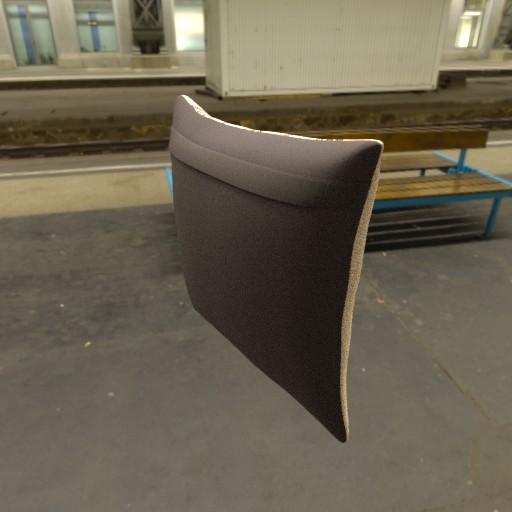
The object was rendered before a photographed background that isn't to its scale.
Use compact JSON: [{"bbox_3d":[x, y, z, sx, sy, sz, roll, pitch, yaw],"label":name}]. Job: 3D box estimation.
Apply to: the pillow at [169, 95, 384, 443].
[{"bbox_3d":[0.000,0.000,0.648,0.173,0.406,0.405,-19,33,-32],"label":"pillow"}]
